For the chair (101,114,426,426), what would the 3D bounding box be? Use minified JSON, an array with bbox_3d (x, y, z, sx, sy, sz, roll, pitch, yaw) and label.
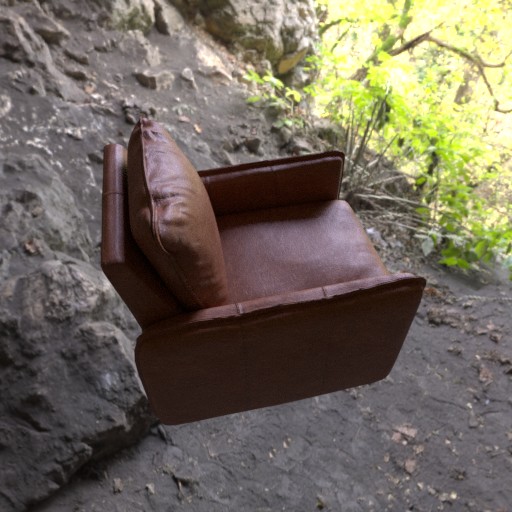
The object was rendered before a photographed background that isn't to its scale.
[{"bbox_3d":[0.000,0.000,1.608,0.922,0.922,0.830,-9,47,-9],"label":"chair"}]
